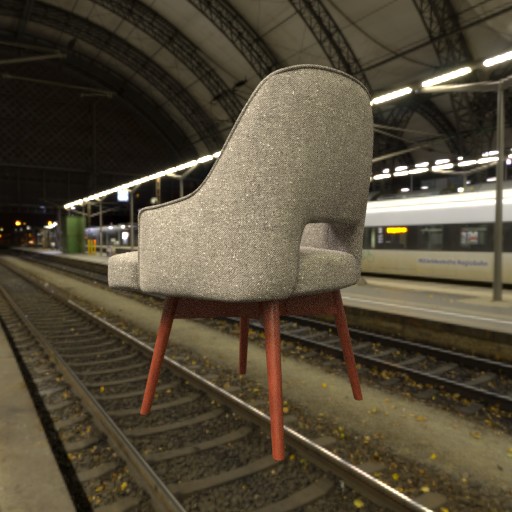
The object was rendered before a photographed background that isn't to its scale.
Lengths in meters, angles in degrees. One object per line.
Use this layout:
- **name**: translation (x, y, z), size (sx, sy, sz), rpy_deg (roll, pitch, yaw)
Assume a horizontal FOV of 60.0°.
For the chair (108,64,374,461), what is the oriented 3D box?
- **chair**: translation (0.000, 0.000, 1.276), size (0.629, 0.875, 0.608), rpy_deg (1, 3, 35)
